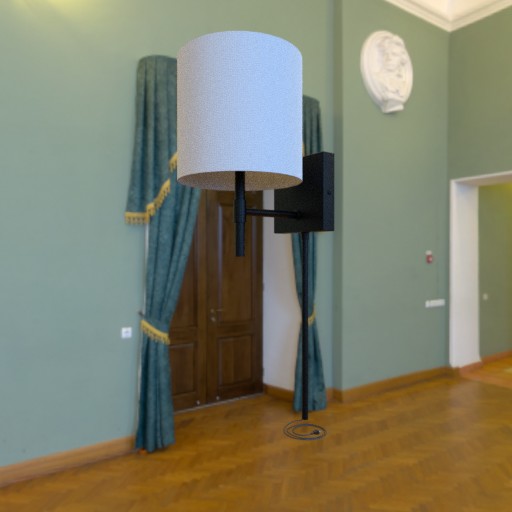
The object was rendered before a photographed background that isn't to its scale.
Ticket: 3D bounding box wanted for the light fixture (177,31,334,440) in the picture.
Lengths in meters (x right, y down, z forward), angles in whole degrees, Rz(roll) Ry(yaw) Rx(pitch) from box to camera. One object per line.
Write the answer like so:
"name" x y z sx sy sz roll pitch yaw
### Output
"light fixture" 0.000 0.000 0.692 0.248 0.589 0.188 0 0 -36
